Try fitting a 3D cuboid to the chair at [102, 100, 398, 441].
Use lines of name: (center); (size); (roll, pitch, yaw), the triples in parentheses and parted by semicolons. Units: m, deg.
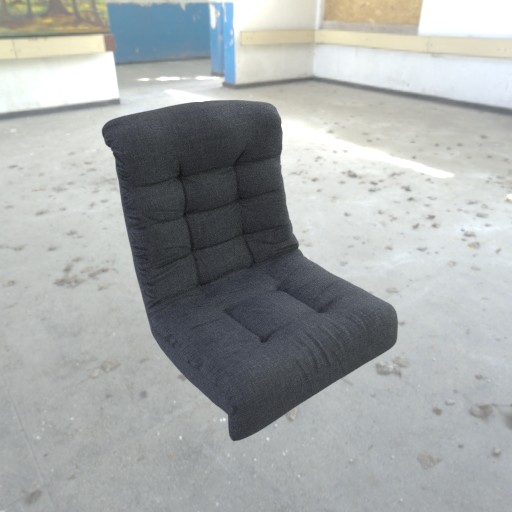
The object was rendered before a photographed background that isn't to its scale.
chair: (0.000, 0.000, 1.256); (0.597, 0.749, 0.668); (-21, 36, -32)
